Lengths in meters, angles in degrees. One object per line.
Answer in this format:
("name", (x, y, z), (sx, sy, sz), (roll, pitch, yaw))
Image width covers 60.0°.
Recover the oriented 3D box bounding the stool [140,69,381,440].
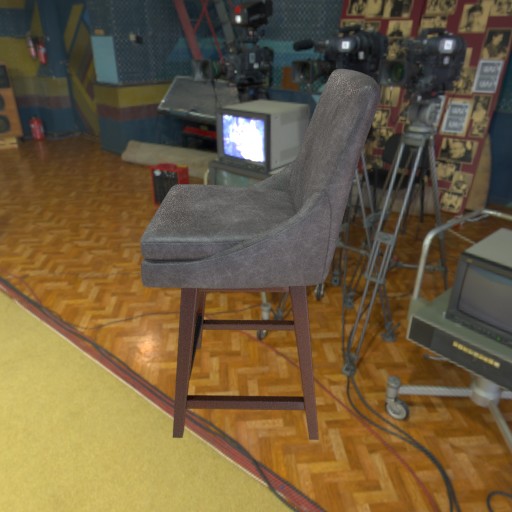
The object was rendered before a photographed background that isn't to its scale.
("stool", (0.000, 0.000, 1.368), (0.587, 1.046, 0.492), (0, 27, 1))
